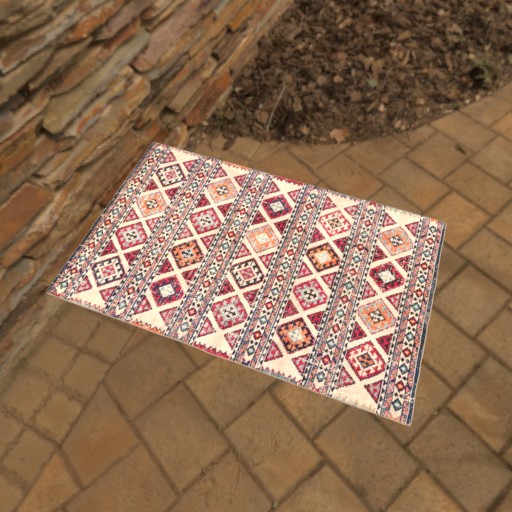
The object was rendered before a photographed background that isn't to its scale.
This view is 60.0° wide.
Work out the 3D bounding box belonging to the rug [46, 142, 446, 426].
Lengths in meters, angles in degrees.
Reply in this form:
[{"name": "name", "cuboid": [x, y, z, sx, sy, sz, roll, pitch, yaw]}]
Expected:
[{"name": "rug", "cuboid": [0.000, 0.000, 3.117, 2.440, 0.010, 1.545, 17, 59, 11]}]
